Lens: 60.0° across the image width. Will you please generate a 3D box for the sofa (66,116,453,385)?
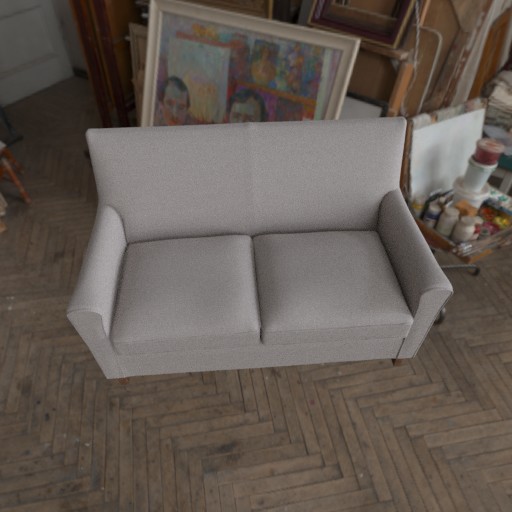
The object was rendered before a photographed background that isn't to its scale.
[{"bbox_3d":[0.000,0.000,2.060,1.482,0.890,0.888,-3,45,-3],"label":"sofa"}]
